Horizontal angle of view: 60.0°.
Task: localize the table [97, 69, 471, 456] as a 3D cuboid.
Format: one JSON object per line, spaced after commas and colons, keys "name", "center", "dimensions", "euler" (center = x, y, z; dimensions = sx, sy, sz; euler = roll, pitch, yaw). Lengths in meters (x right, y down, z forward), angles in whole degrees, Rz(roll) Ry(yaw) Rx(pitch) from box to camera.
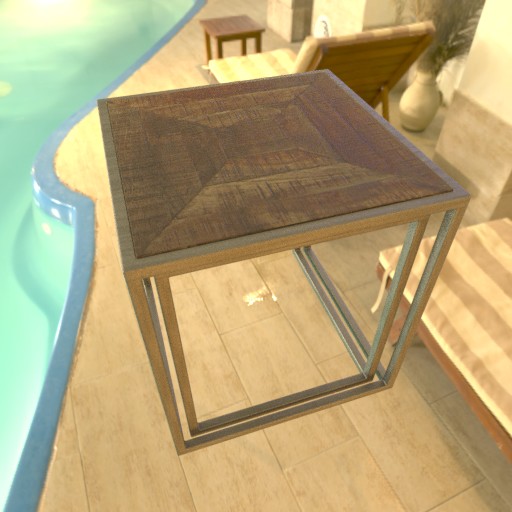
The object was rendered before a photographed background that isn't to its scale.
{"name": "table", "center": [0.000, 0.000, 0.854], "dimensions": [0.450, 0.500, 0.449], "euler": [-13, 45, -13]}
